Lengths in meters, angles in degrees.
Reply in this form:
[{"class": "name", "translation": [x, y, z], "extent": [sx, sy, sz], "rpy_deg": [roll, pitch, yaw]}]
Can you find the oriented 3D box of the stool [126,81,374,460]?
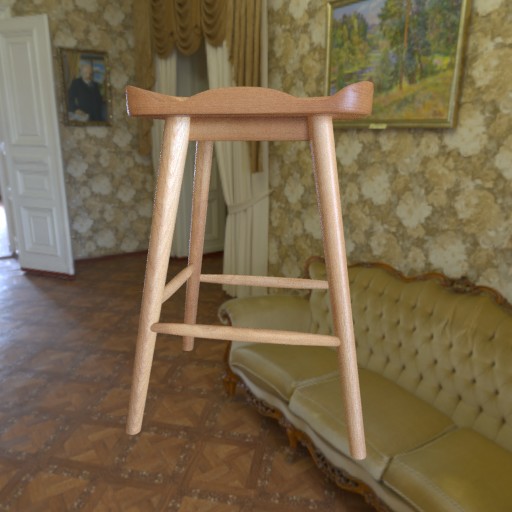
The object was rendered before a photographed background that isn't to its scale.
[{"class": "stool", "translation": [0.000, 0.000, 0.881], "extent": [0.440, 0.615, 0.361], "rpy_deg": [2, 15, 9]}]
